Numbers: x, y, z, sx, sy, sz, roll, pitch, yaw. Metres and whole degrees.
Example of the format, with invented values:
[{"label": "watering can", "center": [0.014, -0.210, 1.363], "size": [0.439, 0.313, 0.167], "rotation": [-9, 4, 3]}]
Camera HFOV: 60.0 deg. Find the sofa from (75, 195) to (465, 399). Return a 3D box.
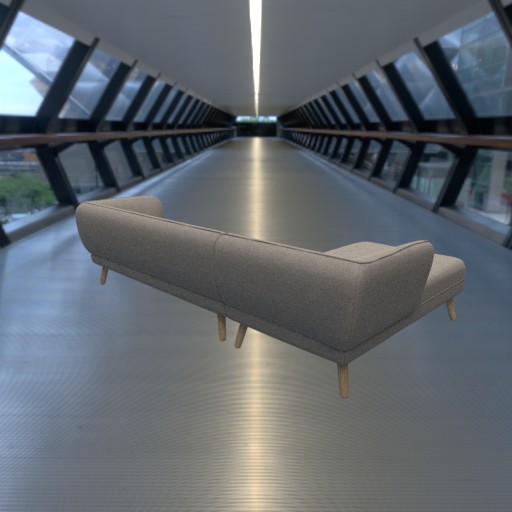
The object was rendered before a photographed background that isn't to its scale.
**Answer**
[{"label": "sofa", "center": [0.000, 0.000, 3.271], "size": [2.653, 0.693, 1.532], "rotation": [14, 21, 43]}]
